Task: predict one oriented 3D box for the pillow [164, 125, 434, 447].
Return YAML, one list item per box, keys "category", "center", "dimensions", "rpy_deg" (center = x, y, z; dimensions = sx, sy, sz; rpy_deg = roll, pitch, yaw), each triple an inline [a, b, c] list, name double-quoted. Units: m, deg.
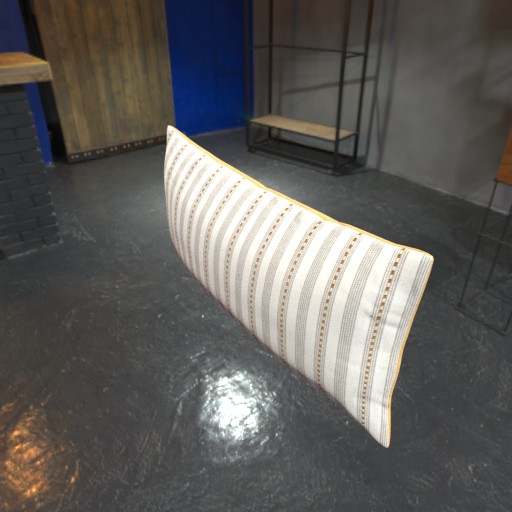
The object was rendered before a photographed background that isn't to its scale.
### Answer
- category: "pillow"
  center: [0.000, 0.000, 0.723]
  dimensions: [0.151, 0.291, 0.608]
  rpy_deg: [-20, 36, -29]
